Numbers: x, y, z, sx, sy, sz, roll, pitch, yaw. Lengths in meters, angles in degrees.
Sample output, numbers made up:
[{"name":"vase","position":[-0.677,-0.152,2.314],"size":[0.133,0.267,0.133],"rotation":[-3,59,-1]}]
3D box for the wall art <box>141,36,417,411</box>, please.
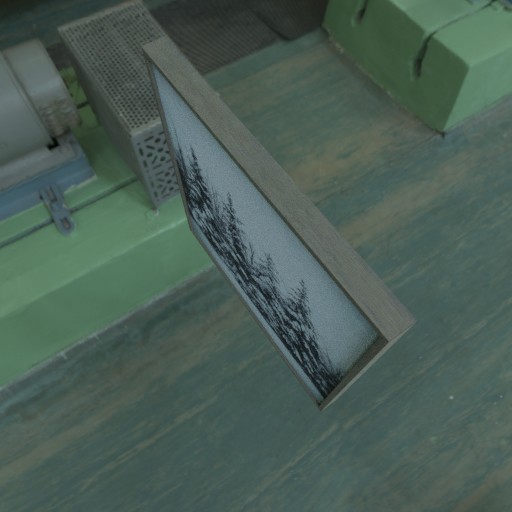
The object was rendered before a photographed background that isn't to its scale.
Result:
[{"name":"wall art","position":[0.000,0.000,0.752],"size":[0.037,0.507,0.507],"rotation":[-32,68,-15]}]
